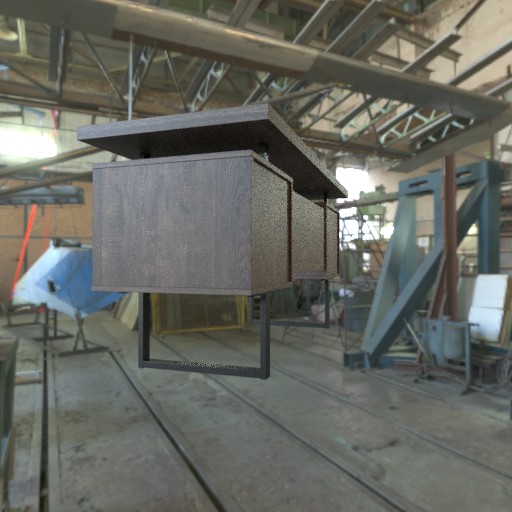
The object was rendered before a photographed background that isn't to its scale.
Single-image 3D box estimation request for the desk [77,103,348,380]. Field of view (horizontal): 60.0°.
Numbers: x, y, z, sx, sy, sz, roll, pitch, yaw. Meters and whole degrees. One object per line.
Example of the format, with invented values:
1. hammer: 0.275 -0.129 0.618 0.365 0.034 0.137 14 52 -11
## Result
1. desk: 0.000 0.000 1.939 0.600 0.760 1.524 0 -1 19
